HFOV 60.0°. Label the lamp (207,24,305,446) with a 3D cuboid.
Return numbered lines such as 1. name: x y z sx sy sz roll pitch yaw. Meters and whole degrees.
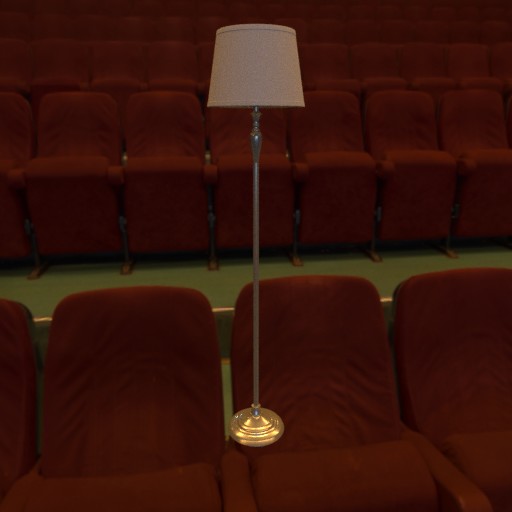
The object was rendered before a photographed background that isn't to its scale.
1. lamp: 0.000 0.000 1.646 0.327 1.506 0.327 -2 17 -8
